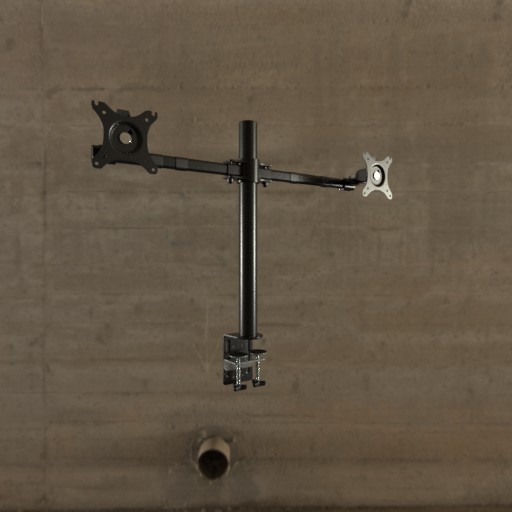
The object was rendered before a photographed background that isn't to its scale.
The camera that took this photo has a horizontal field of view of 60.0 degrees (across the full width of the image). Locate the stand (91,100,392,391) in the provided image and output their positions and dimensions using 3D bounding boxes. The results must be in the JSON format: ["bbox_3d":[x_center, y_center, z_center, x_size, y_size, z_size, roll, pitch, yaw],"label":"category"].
[{"bbox_3d":[0.000,0.000,0.981,0.743,0.603,0.150,0,1,-35],"label":"stand"}]
